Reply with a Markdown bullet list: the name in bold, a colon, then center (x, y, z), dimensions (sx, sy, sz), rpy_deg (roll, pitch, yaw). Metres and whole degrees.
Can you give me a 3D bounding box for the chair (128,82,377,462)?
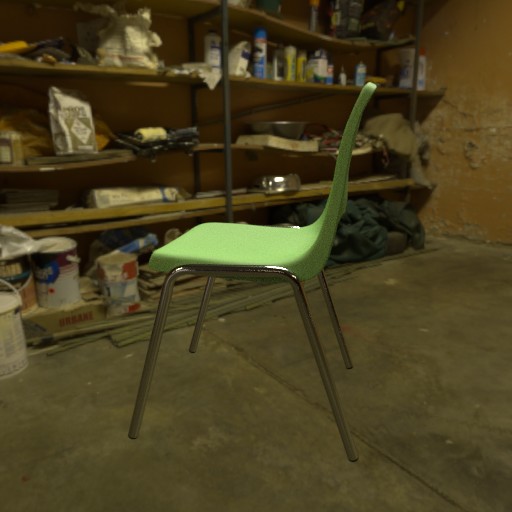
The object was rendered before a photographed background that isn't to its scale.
- **chair**: center (0.000, 0.000, 0.910), dimensions (0.436, 0.653, 0.381), rpy_deg (3, 15, 10)
